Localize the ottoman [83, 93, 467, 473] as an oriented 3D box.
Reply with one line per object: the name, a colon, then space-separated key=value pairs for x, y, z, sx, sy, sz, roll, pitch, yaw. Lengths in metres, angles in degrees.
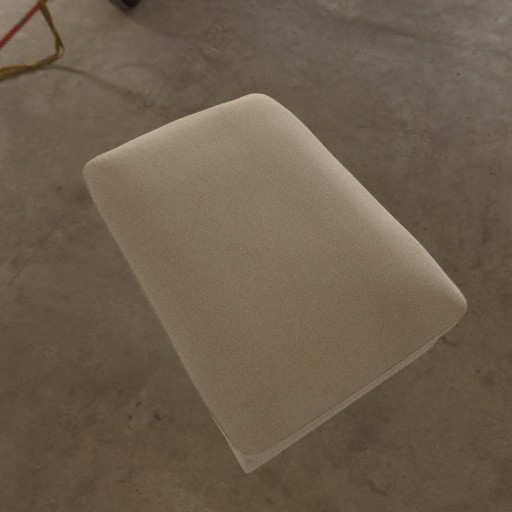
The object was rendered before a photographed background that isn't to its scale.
ottoman: x=0.000 y=0.000 z=1.327 sx=0.686 sy=0.453 sz=0.984 roll=-28 pitch=62 yaw=-16
